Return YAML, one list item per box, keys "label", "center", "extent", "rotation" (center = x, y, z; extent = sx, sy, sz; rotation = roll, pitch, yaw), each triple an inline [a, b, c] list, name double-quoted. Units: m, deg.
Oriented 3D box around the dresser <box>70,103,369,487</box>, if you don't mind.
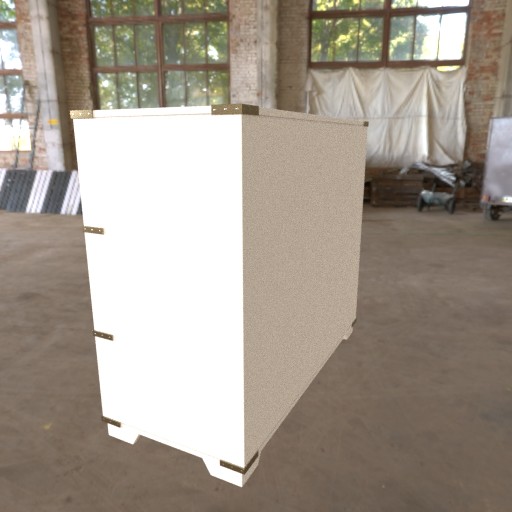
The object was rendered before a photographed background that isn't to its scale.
- label: "dresser"
  center: [0.000, 0.000, 1.491]
  extent: [0.460, 0.891, 1.022]
  rotation: [7, 17, 26]
